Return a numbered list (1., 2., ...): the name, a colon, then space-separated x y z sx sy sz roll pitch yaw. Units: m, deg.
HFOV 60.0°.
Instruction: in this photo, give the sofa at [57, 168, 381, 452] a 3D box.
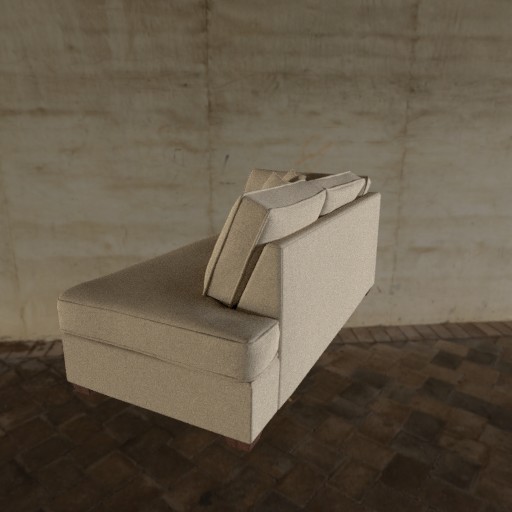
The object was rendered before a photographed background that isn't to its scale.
1. sofa: 0.000 0.000 2.826 1.110 1.033 2.237 8 17 26
